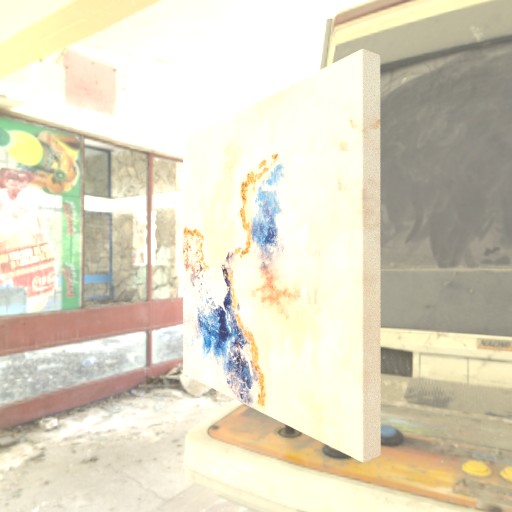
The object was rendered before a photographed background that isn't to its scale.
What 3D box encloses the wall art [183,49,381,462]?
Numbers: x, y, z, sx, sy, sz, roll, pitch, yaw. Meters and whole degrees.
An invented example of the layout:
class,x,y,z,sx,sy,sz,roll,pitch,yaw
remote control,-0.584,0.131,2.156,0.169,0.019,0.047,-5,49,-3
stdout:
class,x,y,z,sx,sy,sz,roll,pitch,yaw
wall art,0.000,0.000,1.589,0.071,1.061,1.061,0,0,-35
